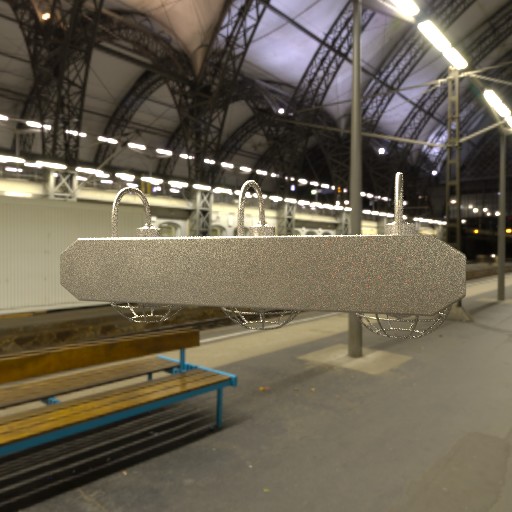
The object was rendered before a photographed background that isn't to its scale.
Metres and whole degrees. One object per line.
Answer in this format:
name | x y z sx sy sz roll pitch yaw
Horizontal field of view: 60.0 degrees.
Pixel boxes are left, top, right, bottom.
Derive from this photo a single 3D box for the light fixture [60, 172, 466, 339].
light fixture | 0.000 0.000 0.765 0.634 0.254 0.229 0 1 19
